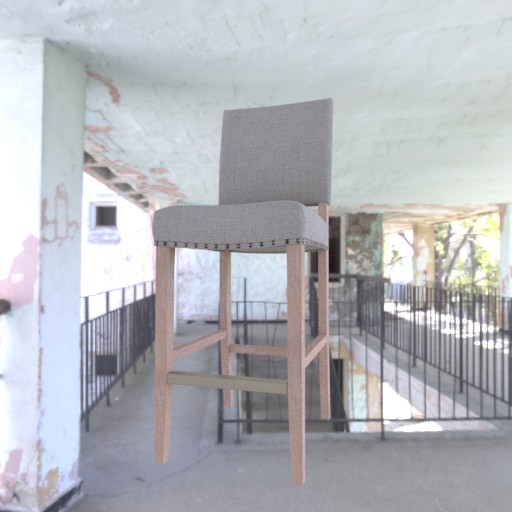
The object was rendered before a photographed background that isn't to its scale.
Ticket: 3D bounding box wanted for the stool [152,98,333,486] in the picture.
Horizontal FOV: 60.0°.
[{"bbox_3d":[0.000,0.000,1.460,0.445,1.173,0.585,0,-1,18],"label":"stool"}]
